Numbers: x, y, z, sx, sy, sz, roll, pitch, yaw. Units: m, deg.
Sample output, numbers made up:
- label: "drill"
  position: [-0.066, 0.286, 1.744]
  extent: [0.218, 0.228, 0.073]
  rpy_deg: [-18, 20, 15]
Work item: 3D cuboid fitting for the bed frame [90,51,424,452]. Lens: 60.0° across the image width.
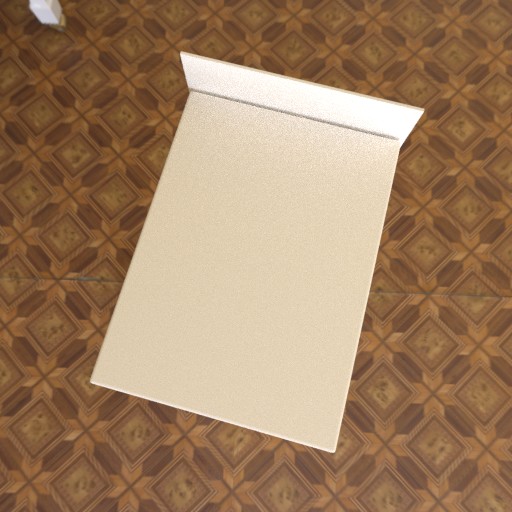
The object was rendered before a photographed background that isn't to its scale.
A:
- label: "bed frame"
  position: [0.000, 0.000, 2.645]
  extent: [1.400, 0.800, 1.900]
  rpy_deg: [15, 77, 4]
